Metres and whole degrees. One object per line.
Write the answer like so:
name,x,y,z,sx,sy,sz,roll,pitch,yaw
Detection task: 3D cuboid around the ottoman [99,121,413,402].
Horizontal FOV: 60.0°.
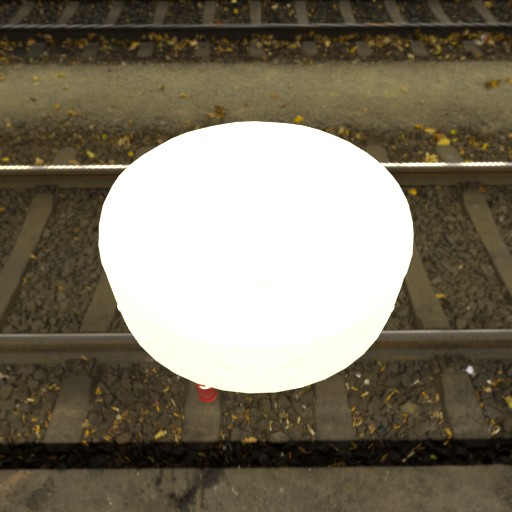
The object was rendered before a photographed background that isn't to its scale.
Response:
ottoman,0.000,0.000,1.351,0.850,0.483,0.850,0,47,0
